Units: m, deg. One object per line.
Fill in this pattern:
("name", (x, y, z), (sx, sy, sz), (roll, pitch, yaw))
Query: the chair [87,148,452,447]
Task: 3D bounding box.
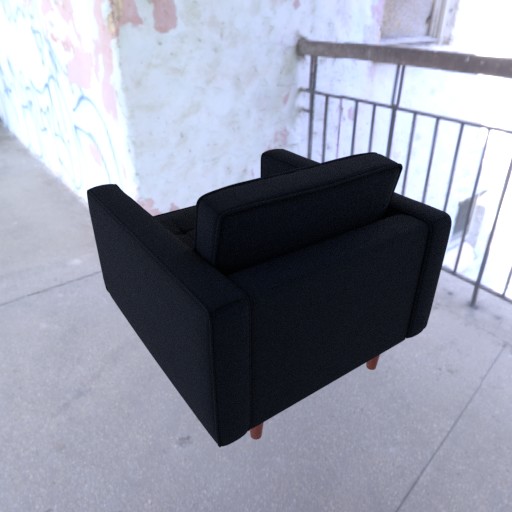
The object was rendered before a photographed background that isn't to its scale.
("chair", (0.000, 0.000, 1.587), (0.899, 0.770, 0.920), (-19, 35, -30))
